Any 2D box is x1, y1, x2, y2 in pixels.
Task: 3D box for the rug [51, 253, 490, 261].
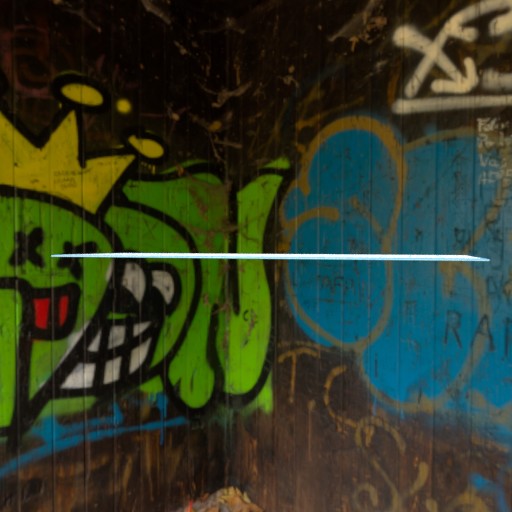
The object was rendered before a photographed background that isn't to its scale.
[{"bbox_3d":[0.000,0.000,2.431,2.196,0.011,0.662,0,1,19],"label":"rug"}]
